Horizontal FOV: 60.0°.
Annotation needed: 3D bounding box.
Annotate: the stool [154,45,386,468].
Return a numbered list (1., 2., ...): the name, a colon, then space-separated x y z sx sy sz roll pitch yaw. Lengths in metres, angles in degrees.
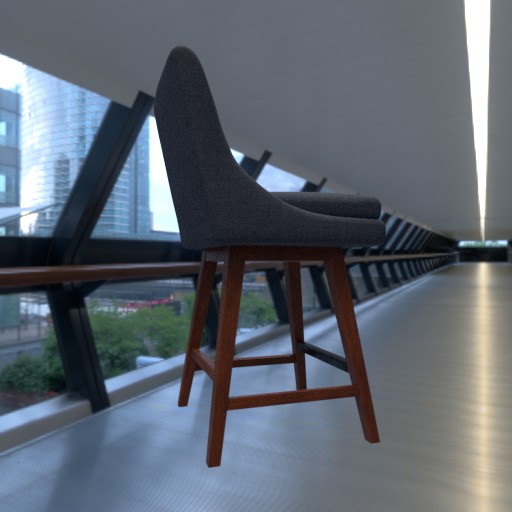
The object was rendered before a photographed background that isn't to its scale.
1. stool: 0.000 0.000 1.192 0.524 0.895 0.467 0 -1 -18
